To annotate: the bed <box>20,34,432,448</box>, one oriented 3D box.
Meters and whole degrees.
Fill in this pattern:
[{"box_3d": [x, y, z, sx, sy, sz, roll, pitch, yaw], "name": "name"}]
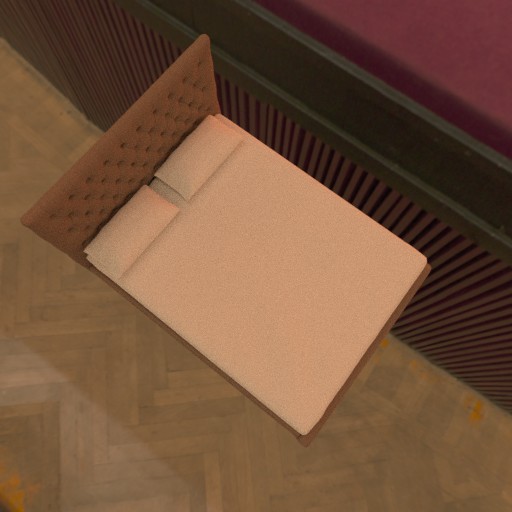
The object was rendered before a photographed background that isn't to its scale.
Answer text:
[{"box_3d": [0.000, 0.000, 3.239, 2.233, 1.426, 1.696, 37, 77, 10], "name": "bed"}]
